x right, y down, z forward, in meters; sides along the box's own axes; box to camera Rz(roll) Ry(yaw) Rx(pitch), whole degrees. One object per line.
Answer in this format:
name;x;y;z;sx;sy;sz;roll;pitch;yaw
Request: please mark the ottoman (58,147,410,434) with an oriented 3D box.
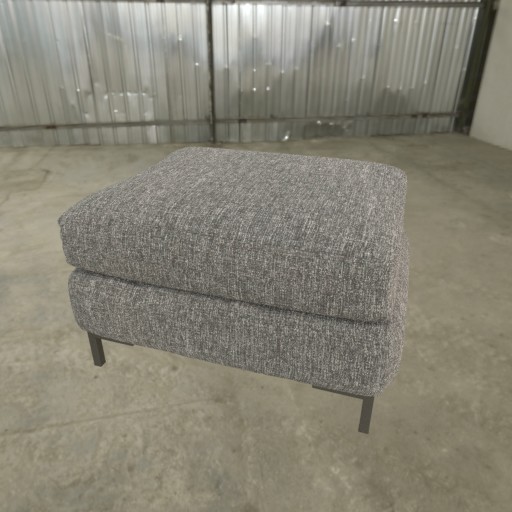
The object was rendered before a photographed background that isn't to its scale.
ottoman;0.000;0.000;1.250;0.828;0.480;0.683;9;29;16
